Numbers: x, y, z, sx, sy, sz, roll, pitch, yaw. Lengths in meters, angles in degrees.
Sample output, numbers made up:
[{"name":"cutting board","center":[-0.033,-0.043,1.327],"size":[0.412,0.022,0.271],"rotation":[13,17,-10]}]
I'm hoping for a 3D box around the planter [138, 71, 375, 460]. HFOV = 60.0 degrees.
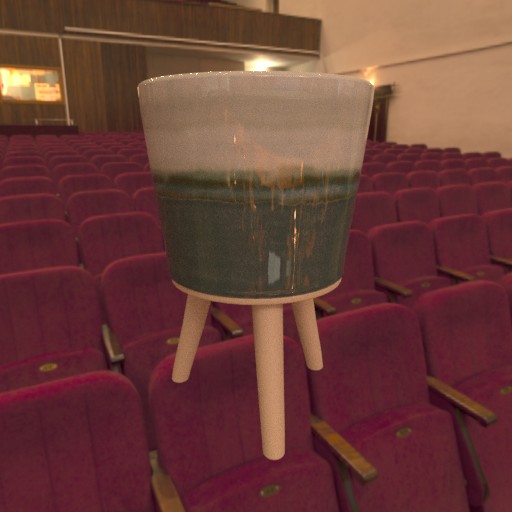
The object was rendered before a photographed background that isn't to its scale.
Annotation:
[{"name":"planter","center":[0.000,0.000,0.460],"size":[0.217,0.331,0.217],"rotation":[-8,17,-26]}]
